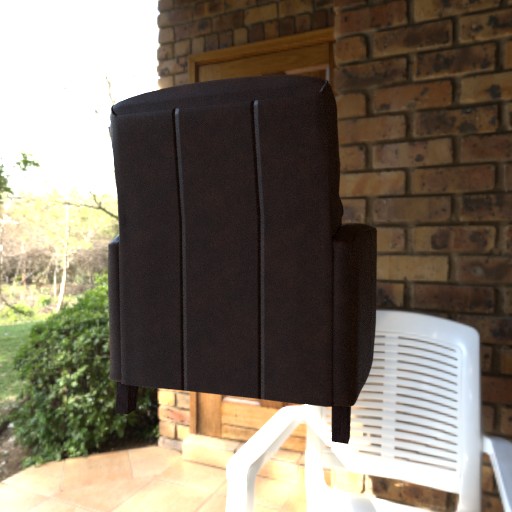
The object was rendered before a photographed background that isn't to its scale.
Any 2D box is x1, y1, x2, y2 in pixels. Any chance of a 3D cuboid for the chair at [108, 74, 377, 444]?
[{"bbox_3d":[0.000,0.000,1.625,0.839,1.010,0.850,0,1,18],"label":"chair"}]
